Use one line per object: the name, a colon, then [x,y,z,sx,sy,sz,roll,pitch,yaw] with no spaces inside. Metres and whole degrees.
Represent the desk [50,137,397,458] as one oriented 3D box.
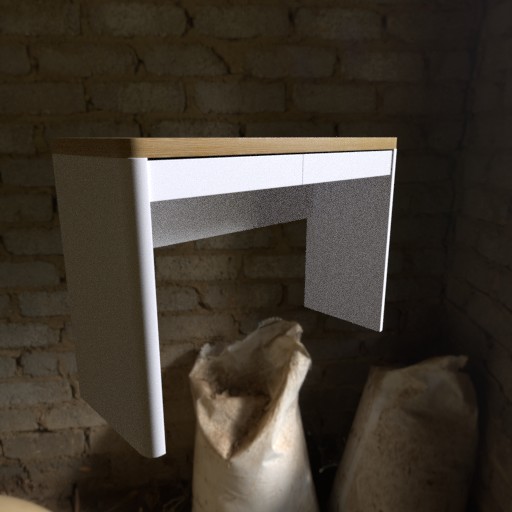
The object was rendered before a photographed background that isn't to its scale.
desk: [0.000,0.000,1.474,1.100,0.760,0.390,-14,21,-43]
